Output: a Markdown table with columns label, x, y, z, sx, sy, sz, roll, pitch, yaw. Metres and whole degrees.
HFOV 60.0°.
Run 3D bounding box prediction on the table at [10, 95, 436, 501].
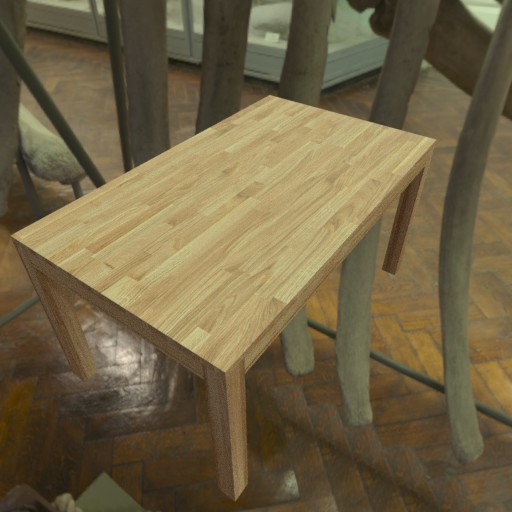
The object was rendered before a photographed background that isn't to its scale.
| label | x | y | z | sx | sy | sz | roll | pitch | yaw |
| --- | --- | --- | --- | --- | --- | --- | --- | --- | --- |
| table | 0.000 | 0.000 | 1.960 | 0.900 | 0.770 | 1.500 | 25 | 47 | 26 |
